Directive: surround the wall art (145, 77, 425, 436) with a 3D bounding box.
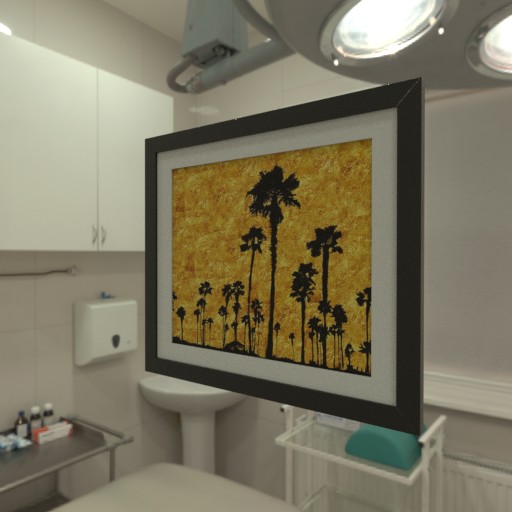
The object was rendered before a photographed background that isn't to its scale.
[{"bbox_3d":[0.000,0.000,0.525,0.383,0.332,0.012,0,1,36],"label":"wall art"}]
